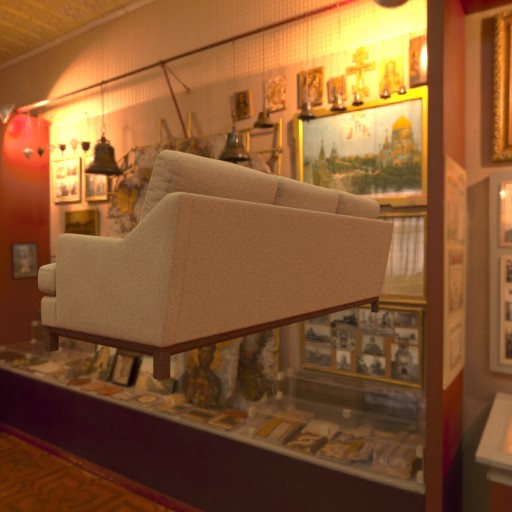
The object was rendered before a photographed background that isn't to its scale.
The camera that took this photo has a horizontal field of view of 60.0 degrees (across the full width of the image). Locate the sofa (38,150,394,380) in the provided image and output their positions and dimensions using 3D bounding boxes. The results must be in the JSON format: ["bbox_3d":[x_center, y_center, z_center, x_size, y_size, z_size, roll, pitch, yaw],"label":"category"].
[{"bbox_3d":[0.000,0.000,2.816,1.000,0.913,2.321,1,1,36],"label":"sofa"}]
